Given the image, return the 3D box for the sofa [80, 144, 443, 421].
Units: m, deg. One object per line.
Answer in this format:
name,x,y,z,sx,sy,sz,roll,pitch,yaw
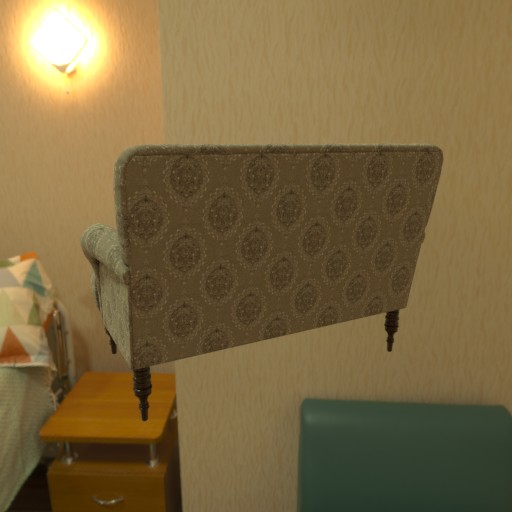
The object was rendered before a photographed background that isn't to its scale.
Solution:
sofa,0.000,0.000,1.806,1.297,0.889,0.779,-7,16,-27
